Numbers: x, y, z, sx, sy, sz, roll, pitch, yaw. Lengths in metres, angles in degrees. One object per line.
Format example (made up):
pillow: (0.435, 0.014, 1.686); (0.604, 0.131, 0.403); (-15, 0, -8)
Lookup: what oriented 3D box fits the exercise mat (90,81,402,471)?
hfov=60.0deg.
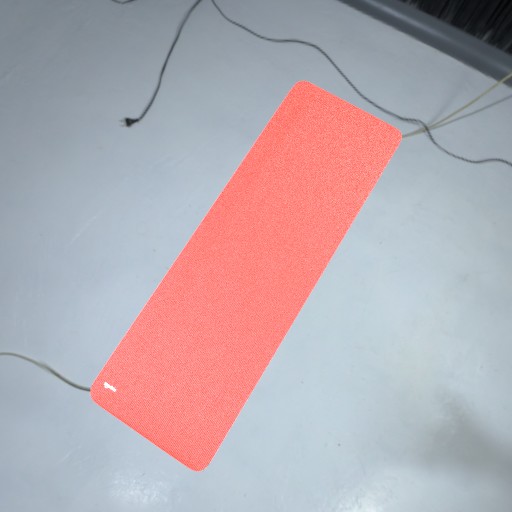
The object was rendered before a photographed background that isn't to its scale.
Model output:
exercise mat: (0.000, 0.000, 2.088); (0.616, 0.021, 1.869); (31, 79, 7)
